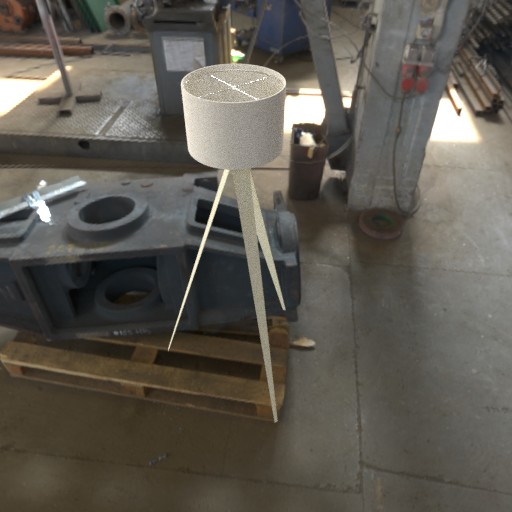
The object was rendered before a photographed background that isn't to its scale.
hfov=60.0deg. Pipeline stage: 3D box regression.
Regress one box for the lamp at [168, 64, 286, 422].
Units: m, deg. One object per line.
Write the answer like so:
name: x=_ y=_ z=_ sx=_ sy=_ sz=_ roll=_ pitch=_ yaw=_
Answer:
lamp: x=0.000 y=0.000 z=1.965 sx=0.724 sy=1.524 sz=0.716 roll=-27 pitch=48 yaw=-27
